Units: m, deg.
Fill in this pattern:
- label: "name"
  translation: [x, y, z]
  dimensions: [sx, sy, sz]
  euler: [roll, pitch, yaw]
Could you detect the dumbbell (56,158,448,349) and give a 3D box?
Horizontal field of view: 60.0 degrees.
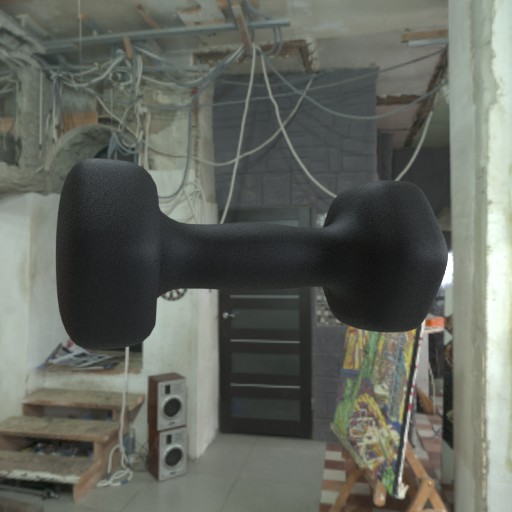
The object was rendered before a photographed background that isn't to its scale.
- label: "dumbbell"
  translation: [0.000, 0.000, 0.281]
  dimensions: [0.231, 0.101, 0.112]
  euler: [0, -1, -18]
